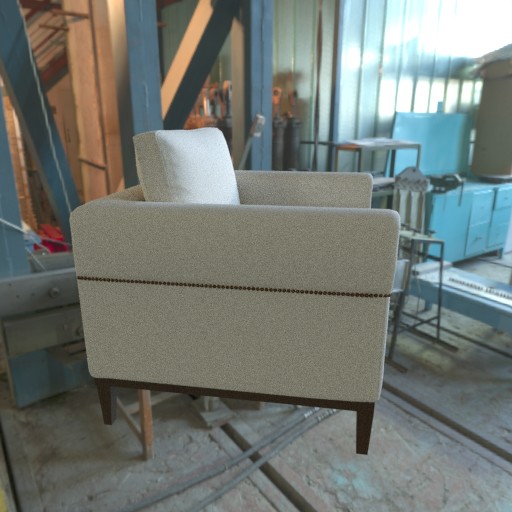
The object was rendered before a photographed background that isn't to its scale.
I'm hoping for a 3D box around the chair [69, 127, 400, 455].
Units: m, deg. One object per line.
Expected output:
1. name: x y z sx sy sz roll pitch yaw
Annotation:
1. chair: 0.000 0.000 1.655 0.896 0.915 0.982 3 17 9
